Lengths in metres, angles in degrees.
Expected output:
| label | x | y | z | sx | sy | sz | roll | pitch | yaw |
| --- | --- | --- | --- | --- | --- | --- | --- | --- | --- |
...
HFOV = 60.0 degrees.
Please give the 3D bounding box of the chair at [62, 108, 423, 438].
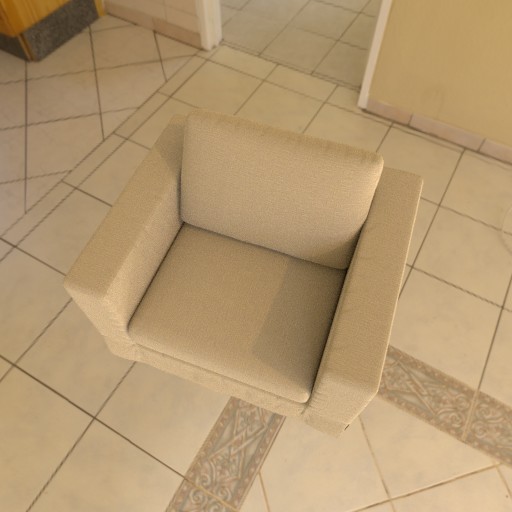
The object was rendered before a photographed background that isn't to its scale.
| label | x | y | z | sx | sy | sz | roll | pitch | yaw |
| --- | --- | --- | --- | --- | --- | --- | --- | --- | --- |
| chair | 0.000 | 0.000 | 1.833 | 1.150 | 0.878 | 0.957 | 17 | 60 | 10 |
